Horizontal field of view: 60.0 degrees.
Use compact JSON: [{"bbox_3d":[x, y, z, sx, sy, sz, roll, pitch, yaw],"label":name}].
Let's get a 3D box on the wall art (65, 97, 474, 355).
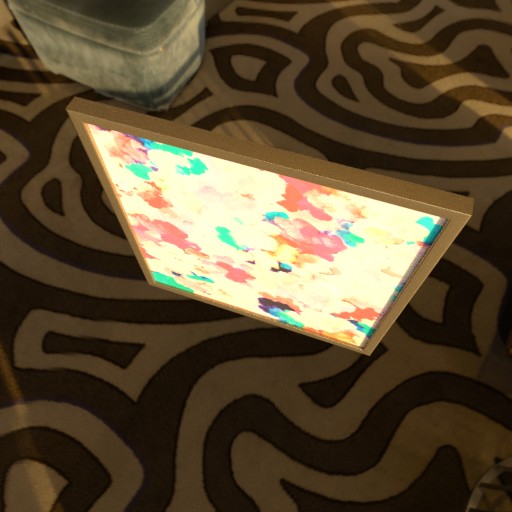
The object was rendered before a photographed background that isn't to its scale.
[{"bbox_3d":[0.000,0.000,1.133,0.767,0.765,0.036,17,61,9],"label":"wall art"}]
